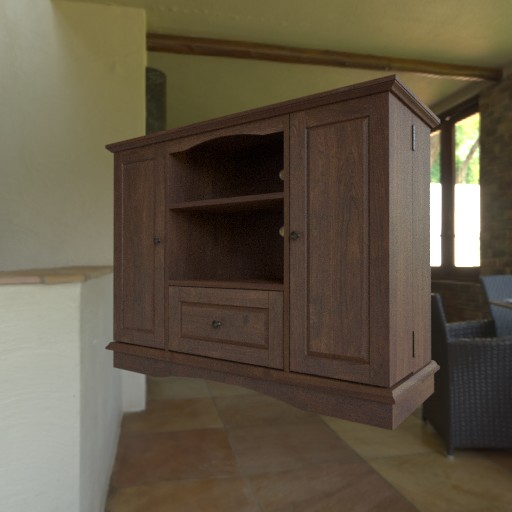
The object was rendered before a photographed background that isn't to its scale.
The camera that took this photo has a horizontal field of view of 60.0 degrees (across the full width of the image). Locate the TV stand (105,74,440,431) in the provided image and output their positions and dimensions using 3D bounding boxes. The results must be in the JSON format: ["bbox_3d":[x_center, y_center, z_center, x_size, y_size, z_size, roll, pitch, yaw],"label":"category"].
[{"bbox_3d":[0.000,0.000,1.470,1.067,0.813,0.406,0,-1,36],"label":"TV stand"}]
